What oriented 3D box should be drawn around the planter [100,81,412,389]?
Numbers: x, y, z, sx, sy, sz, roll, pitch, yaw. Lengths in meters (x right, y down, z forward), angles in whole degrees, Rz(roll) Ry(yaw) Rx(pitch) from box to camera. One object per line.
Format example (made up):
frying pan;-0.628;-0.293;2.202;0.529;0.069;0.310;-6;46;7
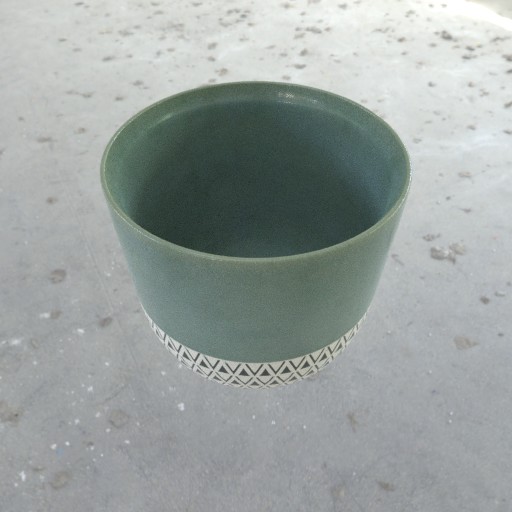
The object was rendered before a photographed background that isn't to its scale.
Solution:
planter;0.000;0.000;0.484;0.266;0.270;0.266;0;47;0
